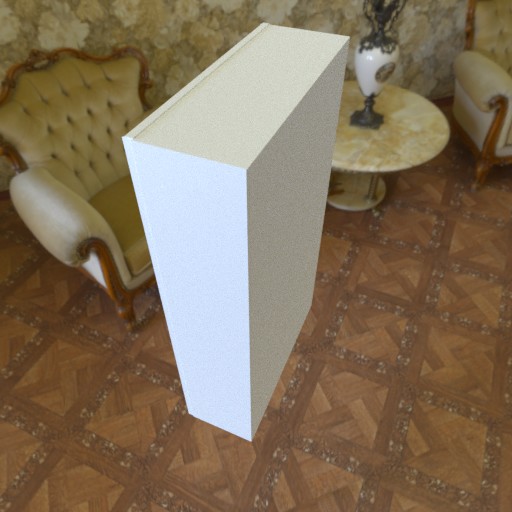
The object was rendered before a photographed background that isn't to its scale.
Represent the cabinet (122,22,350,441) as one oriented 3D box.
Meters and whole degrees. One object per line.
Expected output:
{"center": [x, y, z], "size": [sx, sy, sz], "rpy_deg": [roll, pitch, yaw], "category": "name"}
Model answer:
{"center": [0.000, 0.000, 2.639], "size": [0.480, 2.160, 1.250], "rpy_deg": [17, 48, 16], "category": "cabinet"}
